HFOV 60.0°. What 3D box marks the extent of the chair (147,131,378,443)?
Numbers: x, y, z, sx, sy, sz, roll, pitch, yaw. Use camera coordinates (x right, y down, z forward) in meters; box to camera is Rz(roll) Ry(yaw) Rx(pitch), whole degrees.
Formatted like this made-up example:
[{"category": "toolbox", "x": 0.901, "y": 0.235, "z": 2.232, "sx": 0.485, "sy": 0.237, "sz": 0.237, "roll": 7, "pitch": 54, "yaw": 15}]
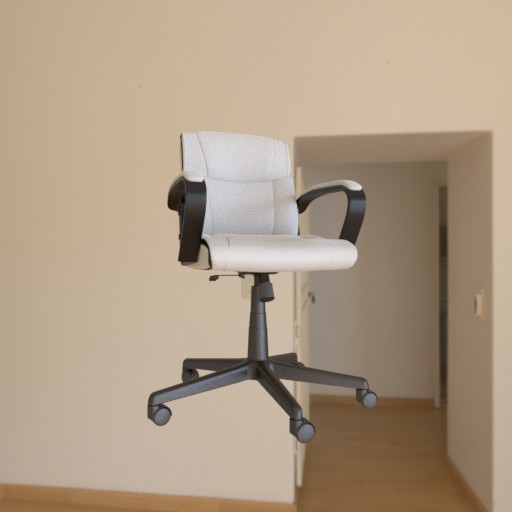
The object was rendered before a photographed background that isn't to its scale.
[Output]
[{"category": "chair", "x": 0.000, "y": 0.000, "z": 1.515, "sx": 0.739, "sy": 1.004, "sz": 0.717, "roll": 0, "pitch": 0, "yaw": -18}]
